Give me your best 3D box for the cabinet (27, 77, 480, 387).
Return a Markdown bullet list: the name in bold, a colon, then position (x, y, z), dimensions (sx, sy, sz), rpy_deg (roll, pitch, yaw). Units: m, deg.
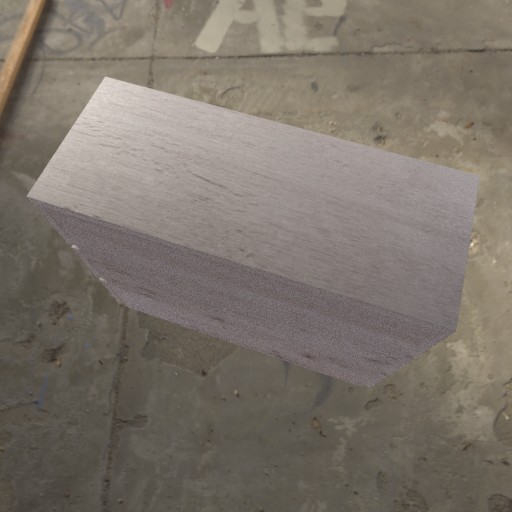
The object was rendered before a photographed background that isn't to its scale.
- **cabinet**: position (0.000, 0.000, 1.465), dimensions (1.040, 0.820, 0.420), rpy_deg (17, 66, 8)
